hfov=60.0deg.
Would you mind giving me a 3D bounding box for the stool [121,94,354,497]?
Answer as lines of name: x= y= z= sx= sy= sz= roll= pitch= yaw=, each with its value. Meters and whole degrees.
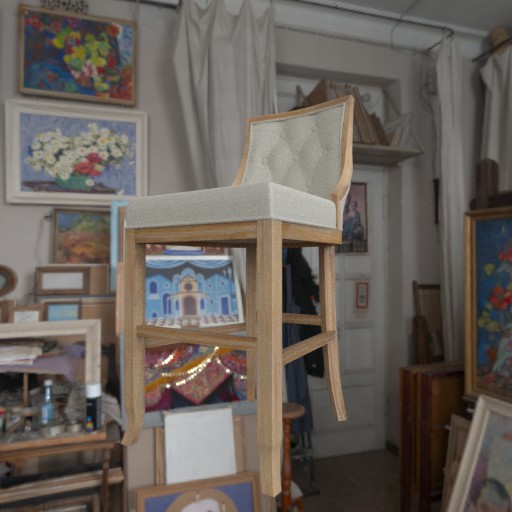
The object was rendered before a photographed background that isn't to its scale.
stool: x=0.000 y=0.000 z=1.406 sx=0.524 sy=1.101 sz=0.626 roll=-1 pitch=-1 yaw=34
